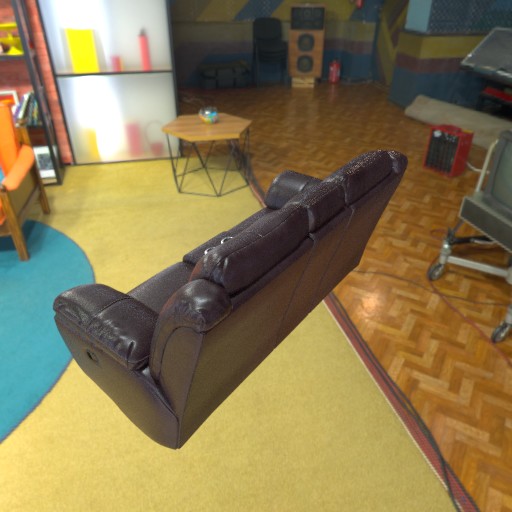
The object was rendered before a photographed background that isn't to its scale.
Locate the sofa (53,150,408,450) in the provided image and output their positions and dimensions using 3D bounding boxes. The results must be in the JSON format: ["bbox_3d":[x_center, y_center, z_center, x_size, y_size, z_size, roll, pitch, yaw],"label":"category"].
[{"bbox_3d":[0.000,0.000,2.578,0.991,1.043,2.058,21,38,30],"label":"sofa"}]
